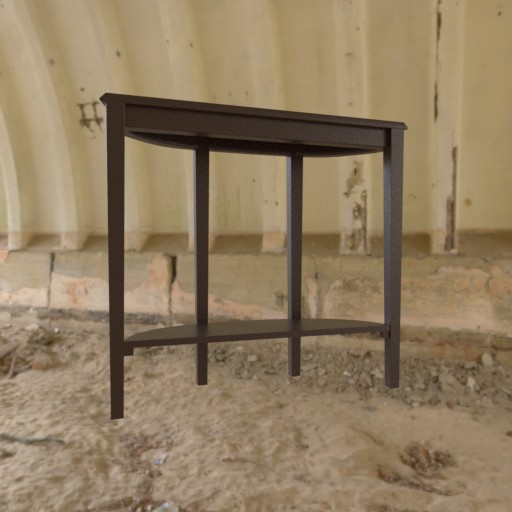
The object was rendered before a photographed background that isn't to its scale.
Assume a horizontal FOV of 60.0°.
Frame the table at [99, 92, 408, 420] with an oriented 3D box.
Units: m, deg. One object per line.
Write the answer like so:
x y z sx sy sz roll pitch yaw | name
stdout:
0.000 0.000 1.382 0.909 0.831 0.274 0 1 -18 | table
